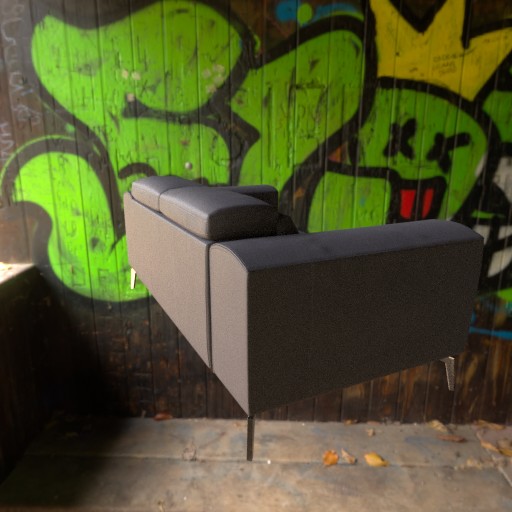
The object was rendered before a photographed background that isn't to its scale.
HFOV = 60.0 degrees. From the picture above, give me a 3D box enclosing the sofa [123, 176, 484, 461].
[{"bbox_3d":[0.000,0.000,2.294,1.003,0.779,1.895,-7,17,-25],"label":"sofa"}]
